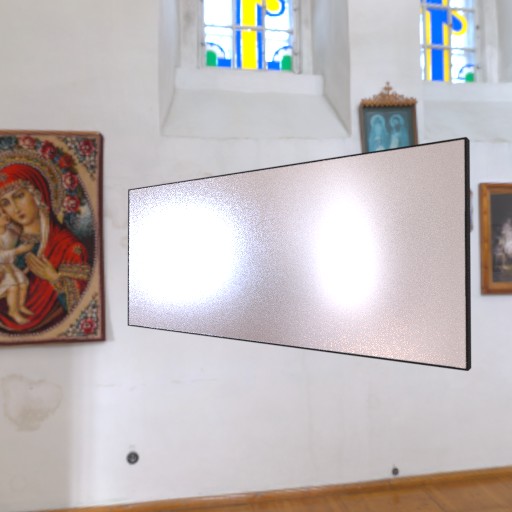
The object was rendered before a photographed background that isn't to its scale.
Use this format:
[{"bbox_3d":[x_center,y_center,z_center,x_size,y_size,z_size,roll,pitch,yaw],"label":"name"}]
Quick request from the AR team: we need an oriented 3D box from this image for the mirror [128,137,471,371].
[{"bbox_3d":[0.000,0.000,1.795,1.584,0.692,0.047,-1,-1,36],"label":"mirror"}]
